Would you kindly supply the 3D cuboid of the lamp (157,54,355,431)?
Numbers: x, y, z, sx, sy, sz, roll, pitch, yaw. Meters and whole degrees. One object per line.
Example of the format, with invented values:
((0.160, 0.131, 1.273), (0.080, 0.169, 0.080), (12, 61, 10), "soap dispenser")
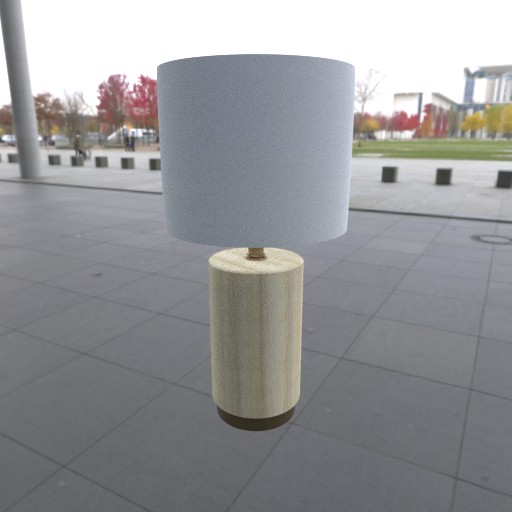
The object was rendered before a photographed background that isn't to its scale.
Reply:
((0.000, 0.000, 0.572), (0.228, 0.444, 0.228), (14, 21, 42), "lamp")
